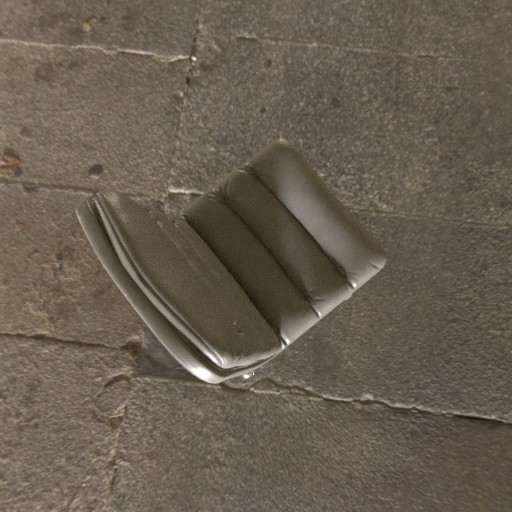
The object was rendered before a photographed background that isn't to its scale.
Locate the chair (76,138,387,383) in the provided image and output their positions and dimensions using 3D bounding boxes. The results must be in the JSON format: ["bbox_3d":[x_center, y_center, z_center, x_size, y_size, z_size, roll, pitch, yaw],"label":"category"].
[{"bbox_3d":[0.000,0.000,1.021,0.485,0.738,0.422,-37,79,-9],"label":"chair"}]
